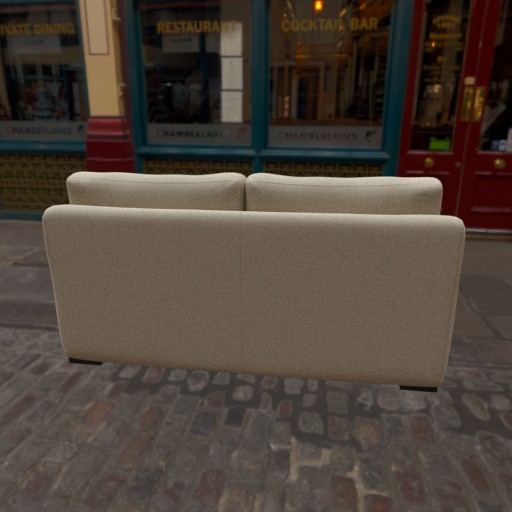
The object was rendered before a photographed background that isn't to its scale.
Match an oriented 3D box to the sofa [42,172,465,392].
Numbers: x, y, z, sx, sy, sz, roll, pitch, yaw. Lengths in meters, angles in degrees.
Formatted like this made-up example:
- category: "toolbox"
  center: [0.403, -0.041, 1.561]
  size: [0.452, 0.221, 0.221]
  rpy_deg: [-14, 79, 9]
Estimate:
- category: "sofa"
  center: [0.000, 0.000, 2.438]
  size: [1.885, 0.967, 0.962]
  rpy_deg: [2, 17, 8]
